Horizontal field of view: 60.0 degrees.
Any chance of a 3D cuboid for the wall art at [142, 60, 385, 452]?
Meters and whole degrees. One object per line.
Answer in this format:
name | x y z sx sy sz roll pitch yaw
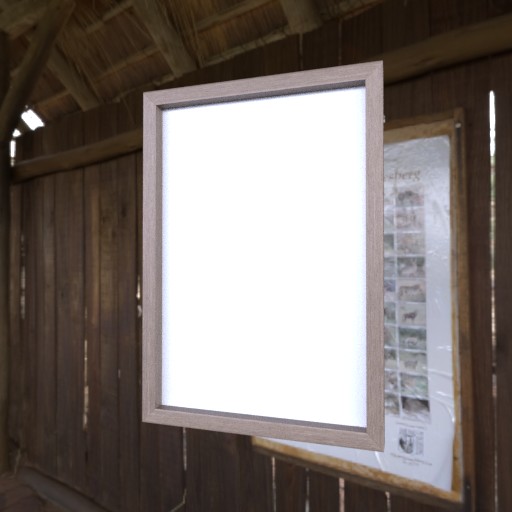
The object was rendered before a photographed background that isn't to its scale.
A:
wall art | 0.000 0.000 0.646 0.358 0.510 0.032 0 -1 18
